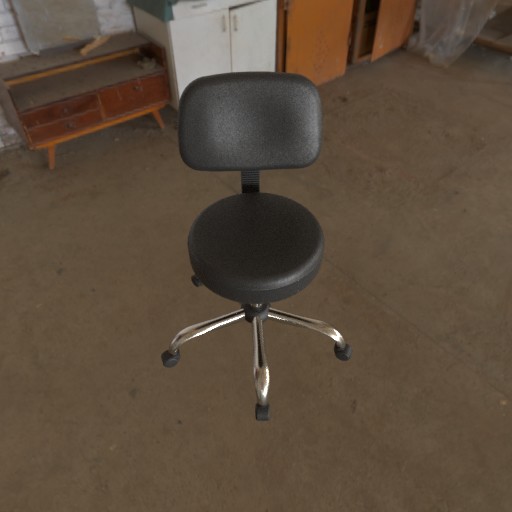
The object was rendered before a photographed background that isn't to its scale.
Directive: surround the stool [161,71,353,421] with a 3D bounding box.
[{"bbox_3d":[0.000,0.000,1.323,0.673,0.862,0.648,-3,46,-3],"label":"stool"}]
